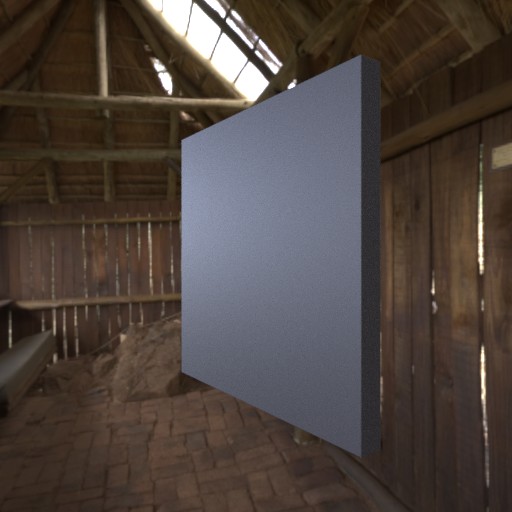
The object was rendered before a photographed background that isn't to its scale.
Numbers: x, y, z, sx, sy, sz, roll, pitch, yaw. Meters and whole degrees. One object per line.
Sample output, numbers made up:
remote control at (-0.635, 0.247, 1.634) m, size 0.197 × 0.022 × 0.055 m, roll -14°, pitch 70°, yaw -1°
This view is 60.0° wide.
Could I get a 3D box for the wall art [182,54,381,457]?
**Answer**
wall art at (0.000, 0.000, 0.774) m, size 0.038 × 0.507 × 0.507 m, roll 0°, pitch 0°, yaw -36°
